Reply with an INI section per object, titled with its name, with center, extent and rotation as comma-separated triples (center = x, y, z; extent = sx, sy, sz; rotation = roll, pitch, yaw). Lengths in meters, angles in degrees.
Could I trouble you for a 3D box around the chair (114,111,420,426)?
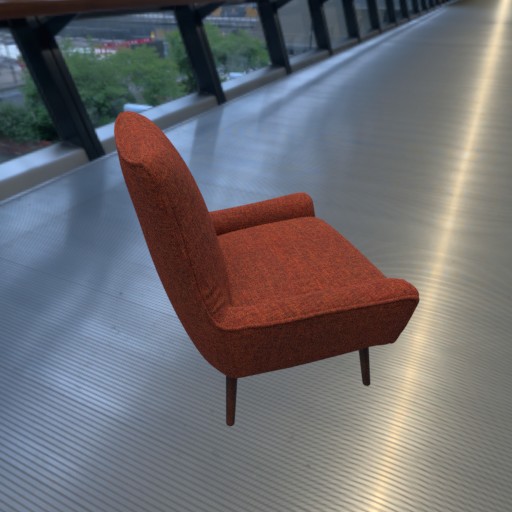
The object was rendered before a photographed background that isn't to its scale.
[chair]
center = 0.000, 0.000, 1.497
extent = 0.784, 0.911, 0.803
rotation = -10, 32, -17
